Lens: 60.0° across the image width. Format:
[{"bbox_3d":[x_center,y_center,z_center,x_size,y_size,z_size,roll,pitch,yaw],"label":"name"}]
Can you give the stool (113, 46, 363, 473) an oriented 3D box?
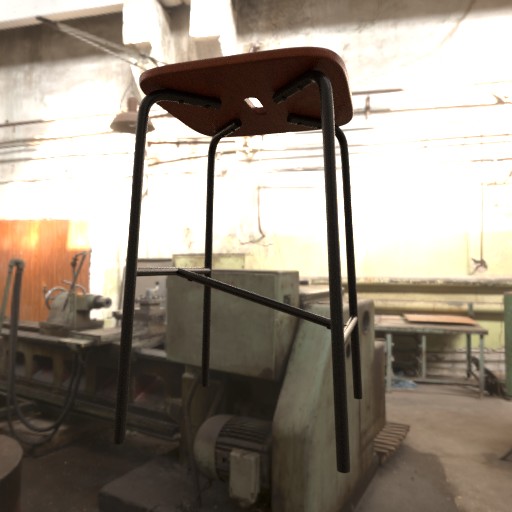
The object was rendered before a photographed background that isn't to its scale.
[{"bbox_3d":[0.000,0.000,0.847,0.376,0.610,0.376,0,-2,16],"label":"stool"}]
